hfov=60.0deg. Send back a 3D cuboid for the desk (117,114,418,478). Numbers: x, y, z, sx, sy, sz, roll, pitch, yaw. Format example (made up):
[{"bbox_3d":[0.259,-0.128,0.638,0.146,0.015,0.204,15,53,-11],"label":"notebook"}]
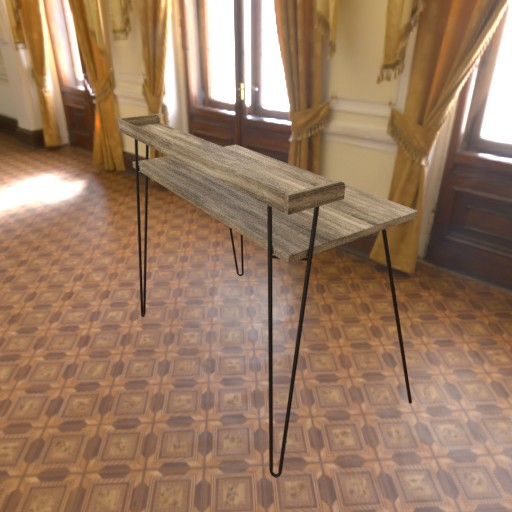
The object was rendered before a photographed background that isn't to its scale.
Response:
[{"bbox_3d":[0.000,0.000,1.649,0.605,0.899,1.135,-18,33,-31],"label":"desk"}]
